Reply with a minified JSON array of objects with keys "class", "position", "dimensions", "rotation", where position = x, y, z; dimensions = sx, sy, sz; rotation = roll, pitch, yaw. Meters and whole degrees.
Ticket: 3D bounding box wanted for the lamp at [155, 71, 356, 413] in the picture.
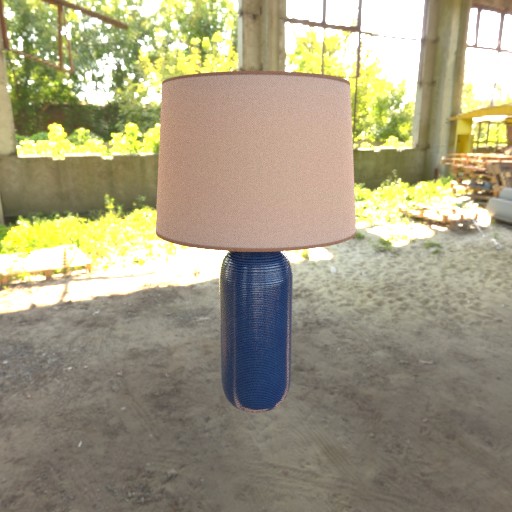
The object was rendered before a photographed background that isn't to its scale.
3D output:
[{"class":"lamp","position":[0.000,0.000,0.842],"dimensions":[0.367,0.609,0.367],"rotation":[0,14,0]}]
